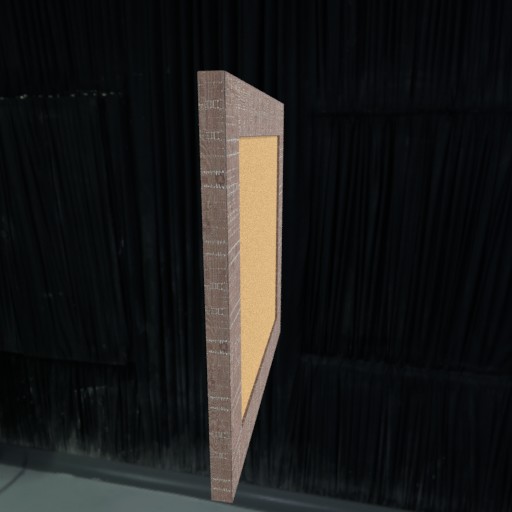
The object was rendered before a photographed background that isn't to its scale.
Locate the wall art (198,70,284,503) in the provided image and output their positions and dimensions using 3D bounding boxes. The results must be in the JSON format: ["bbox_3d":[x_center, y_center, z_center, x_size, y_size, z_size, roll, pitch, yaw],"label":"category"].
[{"bbox_3d":[0.000,0.000,0.769,0.029,0.531,0.531,3,16,9],"label":"wall art"}]
